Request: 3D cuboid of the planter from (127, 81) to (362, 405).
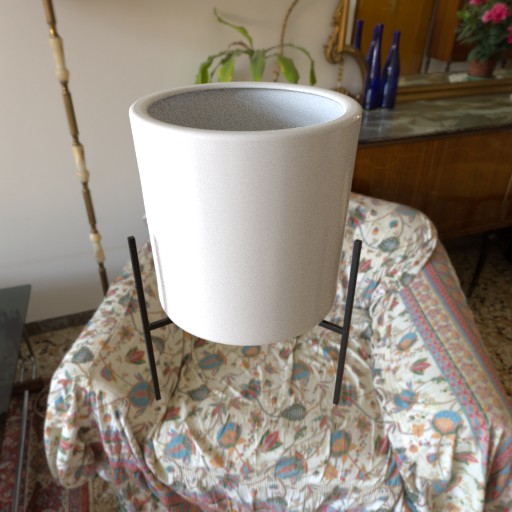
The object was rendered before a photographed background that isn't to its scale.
[{"bbox_3d":[0.000,0.000,0.646,0.308,0.431,0.307,19,36,29],"label":"planter"}]
